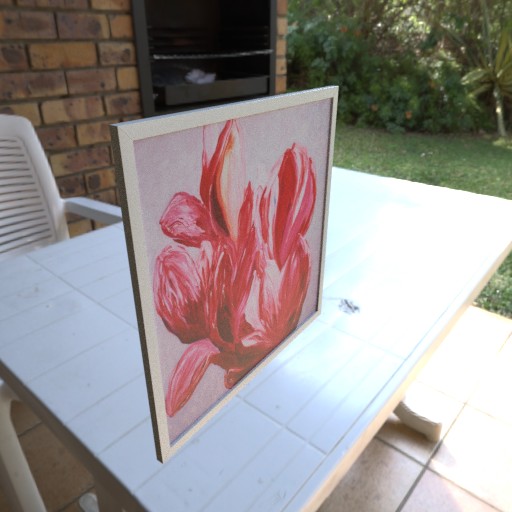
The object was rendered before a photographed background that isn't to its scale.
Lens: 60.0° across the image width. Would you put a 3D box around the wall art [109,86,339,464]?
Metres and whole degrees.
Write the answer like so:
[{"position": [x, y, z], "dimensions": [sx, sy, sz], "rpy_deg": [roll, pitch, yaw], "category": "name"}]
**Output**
[{"position": [0.000, 0.000, 1.201], "dimensions": [0.022, 0.803, 0.805], "rpy_deg": [18, 31, 32], "category": "wall art"}]
